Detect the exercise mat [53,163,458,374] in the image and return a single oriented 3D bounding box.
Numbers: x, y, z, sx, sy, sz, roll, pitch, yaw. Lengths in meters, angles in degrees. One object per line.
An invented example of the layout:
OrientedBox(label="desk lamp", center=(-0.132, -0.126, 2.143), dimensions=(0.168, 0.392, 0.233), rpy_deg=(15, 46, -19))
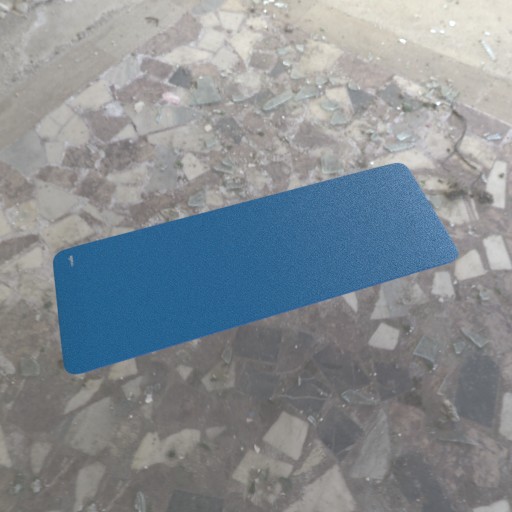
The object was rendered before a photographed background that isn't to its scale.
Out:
OrientedBox(label="exercise mat", center=(0.000, 0.000, 2.118), dimensions=(1.869, 0.021, 0.616), rpy_deg=(-16, 64, -8))
